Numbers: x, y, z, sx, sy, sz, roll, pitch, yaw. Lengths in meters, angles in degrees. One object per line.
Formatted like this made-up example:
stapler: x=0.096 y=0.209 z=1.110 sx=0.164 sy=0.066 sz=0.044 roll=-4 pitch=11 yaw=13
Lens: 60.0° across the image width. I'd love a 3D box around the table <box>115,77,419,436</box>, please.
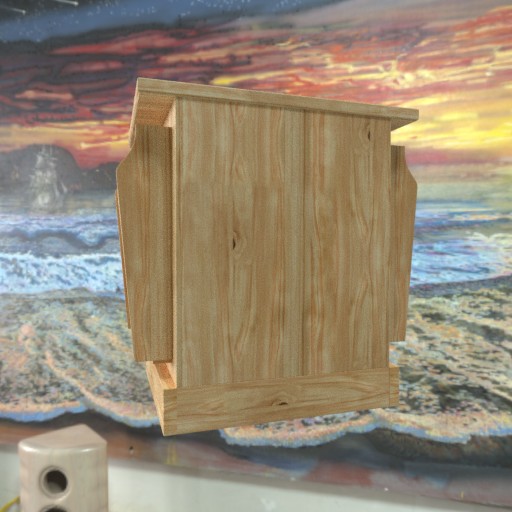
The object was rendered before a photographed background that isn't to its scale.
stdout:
table: x=0.000 y=0.000 z=0.879 sx=0.530 sy=0.515 sz=0.380 roll=0 pitch=1 yaw=-18
